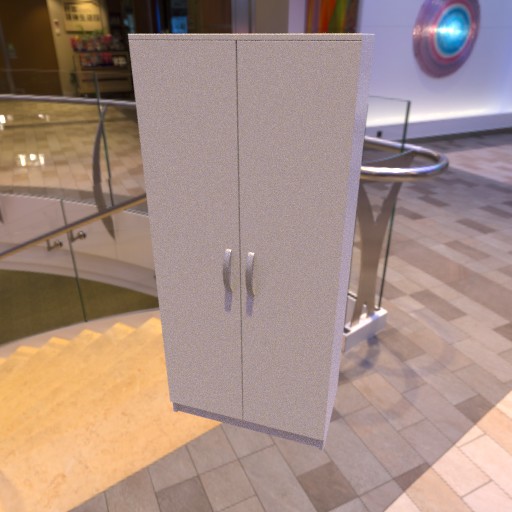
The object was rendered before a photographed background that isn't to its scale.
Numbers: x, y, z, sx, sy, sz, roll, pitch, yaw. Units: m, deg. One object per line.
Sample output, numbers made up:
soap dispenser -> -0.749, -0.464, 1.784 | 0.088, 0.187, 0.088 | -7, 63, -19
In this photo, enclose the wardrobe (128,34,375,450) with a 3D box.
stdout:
wardrobe -> 0.000, 0.000, 1.900 | 0.760, 1.700, 0.470 | 8, 28, 16
